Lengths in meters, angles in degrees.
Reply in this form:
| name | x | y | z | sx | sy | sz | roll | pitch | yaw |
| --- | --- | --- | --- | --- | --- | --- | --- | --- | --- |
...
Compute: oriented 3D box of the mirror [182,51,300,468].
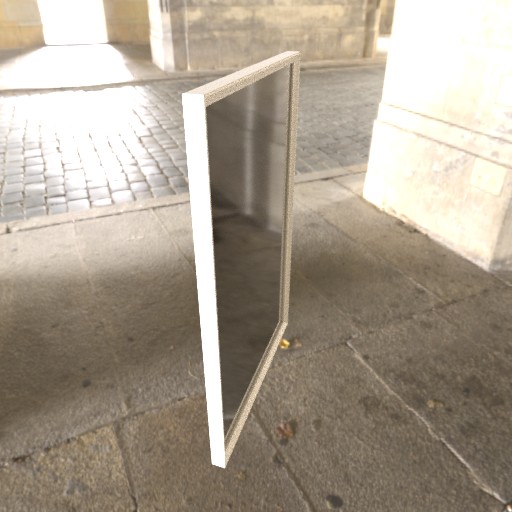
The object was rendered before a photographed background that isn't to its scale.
| name | x | y | z | sx | sy | sz | roll | pitch | yaw |
| --- | --- | --- | --- | --- | --- | --- | --- | --- | --- |
| mirror | 0.000 | 0.000 | 1.156 | 0.041 | 0.915 | 0.609 | 10 | 32 | 16 |
